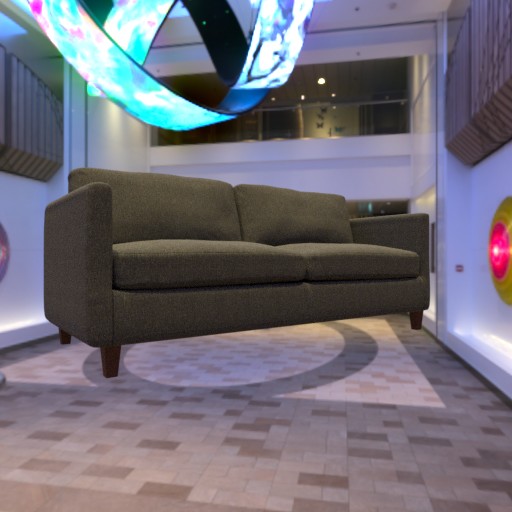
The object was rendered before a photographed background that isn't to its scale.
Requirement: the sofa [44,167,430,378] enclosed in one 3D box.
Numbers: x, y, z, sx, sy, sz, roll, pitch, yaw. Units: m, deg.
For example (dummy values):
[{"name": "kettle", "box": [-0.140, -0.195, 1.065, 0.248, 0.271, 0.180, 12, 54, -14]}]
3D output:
[{"name": "sofa", "box": [0.000, 0.000, 2.672, 2.208, 0.965, 0.948, 0, 0, -35]}]
